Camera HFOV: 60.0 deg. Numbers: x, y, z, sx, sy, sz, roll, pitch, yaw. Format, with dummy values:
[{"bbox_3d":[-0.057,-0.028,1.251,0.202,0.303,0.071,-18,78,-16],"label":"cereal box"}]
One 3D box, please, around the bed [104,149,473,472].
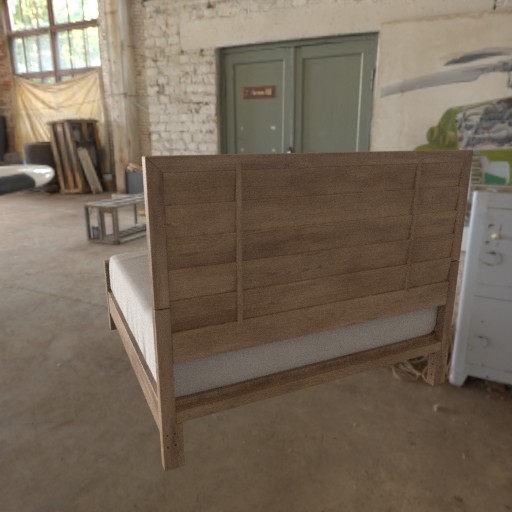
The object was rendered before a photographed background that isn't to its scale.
[{"bbox_3d":[0.000,0.000,3.427,2.032,1.626,2.032,-7,17,-25],"label":"bed"}]
